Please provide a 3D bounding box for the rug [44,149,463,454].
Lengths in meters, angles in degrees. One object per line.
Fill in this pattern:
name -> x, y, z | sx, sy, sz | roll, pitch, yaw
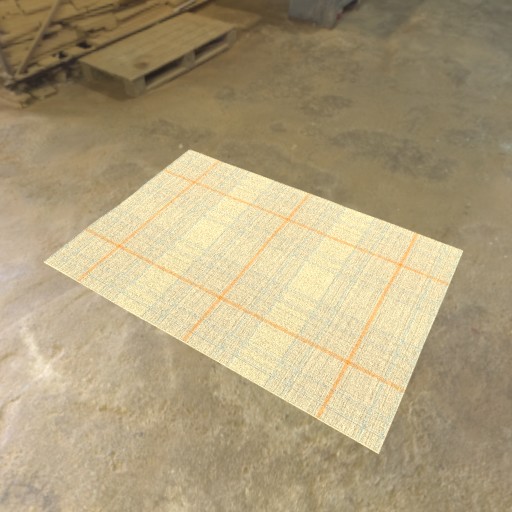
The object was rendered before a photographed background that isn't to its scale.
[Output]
rug -> 0.000, 0.000, 2.318 | 1.825, 0.015, 1.232 | 24, 51, 21
